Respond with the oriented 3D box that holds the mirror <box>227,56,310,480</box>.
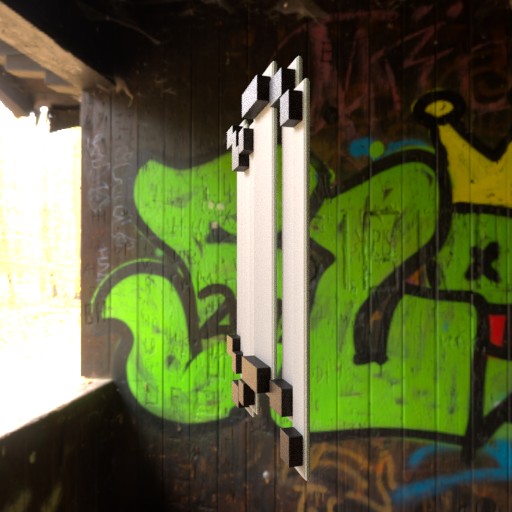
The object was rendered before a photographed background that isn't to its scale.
[{"bbox_3d":[0.000,0.000,0.798,0.058,0.611,0.445,0,-1,-17],"label":"mirror"}]
